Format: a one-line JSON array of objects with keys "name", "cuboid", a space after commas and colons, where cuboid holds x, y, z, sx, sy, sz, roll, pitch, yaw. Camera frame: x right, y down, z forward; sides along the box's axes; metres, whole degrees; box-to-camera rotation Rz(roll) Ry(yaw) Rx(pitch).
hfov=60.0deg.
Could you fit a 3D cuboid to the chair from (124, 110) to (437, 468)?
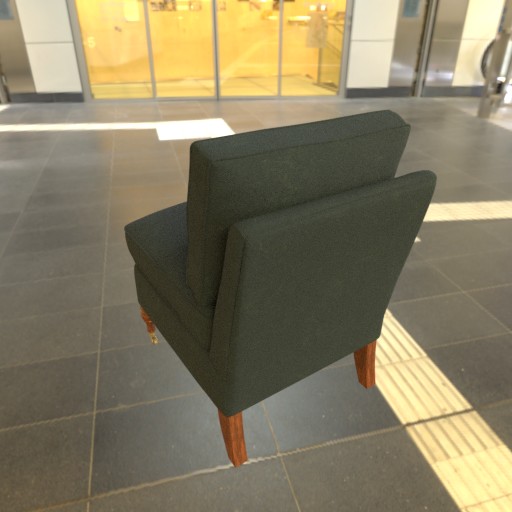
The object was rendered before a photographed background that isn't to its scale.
[{"name": "chair", "cuboid": [0.000, 0.000, 1.632, 0.724, 1.052, 0.912, -18, 34, -29]}]
